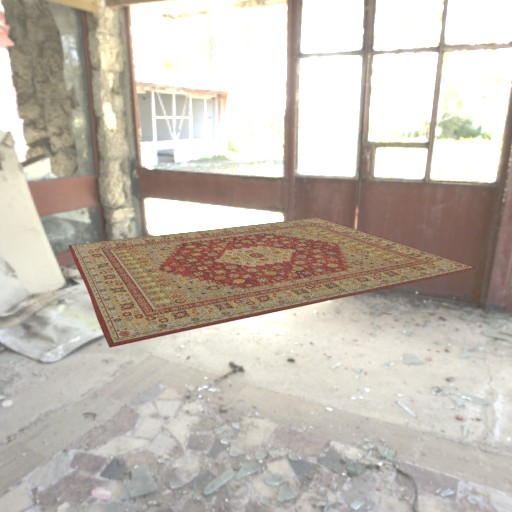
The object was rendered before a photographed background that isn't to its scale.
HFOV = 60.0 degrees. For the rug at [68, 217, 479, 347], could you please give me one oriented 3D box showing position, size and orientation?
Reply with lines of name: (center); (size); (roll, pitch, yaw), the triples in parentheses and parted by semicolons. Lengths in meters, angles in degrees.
rug: (0.000, 0.000, 4.133); (3.053, 0.013, 2.387); (-8, 19, -26)
